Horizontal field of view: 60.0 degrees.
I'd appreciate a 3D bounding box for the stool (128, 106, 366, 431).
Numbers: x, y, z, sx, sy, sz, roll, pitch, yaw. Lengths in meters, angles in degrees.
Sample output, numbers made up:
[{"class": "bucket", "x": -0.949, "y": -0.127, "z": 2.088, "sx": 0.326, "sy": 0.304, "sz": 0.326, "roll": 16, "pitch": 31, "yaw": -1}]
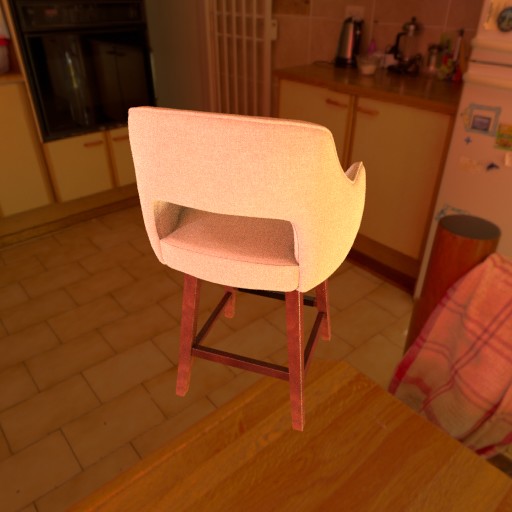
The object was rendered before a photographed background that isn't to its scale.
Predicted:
[{"class": "stool", "x": 0.000, "y": 0.000, "z": 1.284, "sx": 0.550, "sy": 0.936, "sz": 0.560, "roll": 10, "pitch": 33, "yaw": 16}]
